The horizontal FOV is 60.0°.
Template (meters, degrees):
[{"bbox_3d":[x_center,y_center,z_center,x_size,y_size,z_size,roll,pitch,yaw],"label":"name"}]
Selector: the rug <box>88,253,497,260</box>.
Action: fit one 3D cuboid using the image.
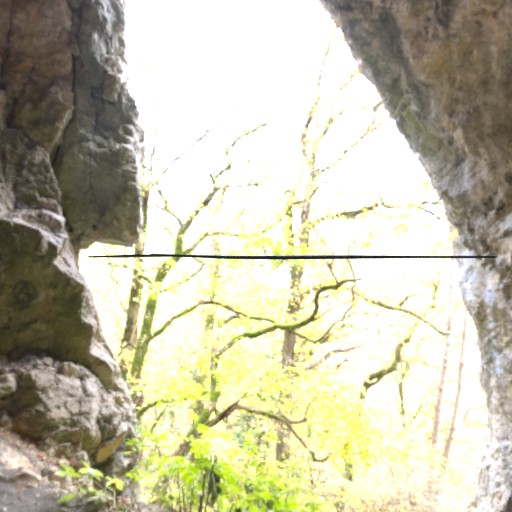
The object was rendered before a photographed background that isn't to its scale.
[{"bbox_3d":[0.000,0.000,2.187,1.145,0.021,1.777,0,0,-35],"label":"rug"}]
